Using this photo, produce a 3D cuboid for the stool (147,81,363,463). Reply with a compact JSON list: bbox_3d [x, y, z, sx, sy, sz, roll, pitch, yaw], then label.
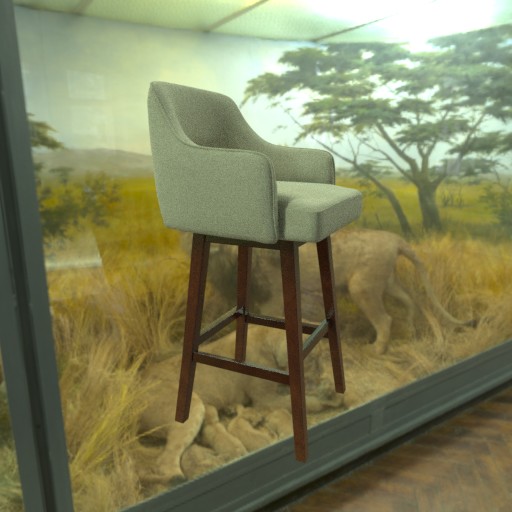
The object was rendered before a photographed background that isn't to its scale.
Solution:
[{"bbox_3d":[0.000,0.000,1.397,0.560,1.041,0.550,7,16,25],"label":"stool"}]
